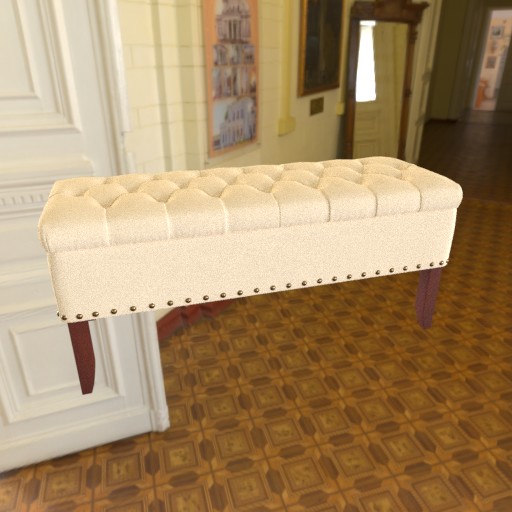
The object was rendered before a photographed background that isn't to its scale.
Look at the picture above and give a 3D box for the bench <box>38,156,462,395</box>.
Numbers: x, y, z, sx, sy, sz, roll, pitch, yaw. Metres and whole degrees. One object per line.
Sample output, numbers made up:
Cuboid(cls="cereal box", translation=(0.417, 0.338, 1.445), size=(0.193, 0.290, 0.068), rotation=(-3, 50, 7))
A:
Cuboid(cls="bench", translation=(0.000, 0.000, 1.289), size=(1.054, 0.470, 0.400), rotation=(-7, 26, -15))
